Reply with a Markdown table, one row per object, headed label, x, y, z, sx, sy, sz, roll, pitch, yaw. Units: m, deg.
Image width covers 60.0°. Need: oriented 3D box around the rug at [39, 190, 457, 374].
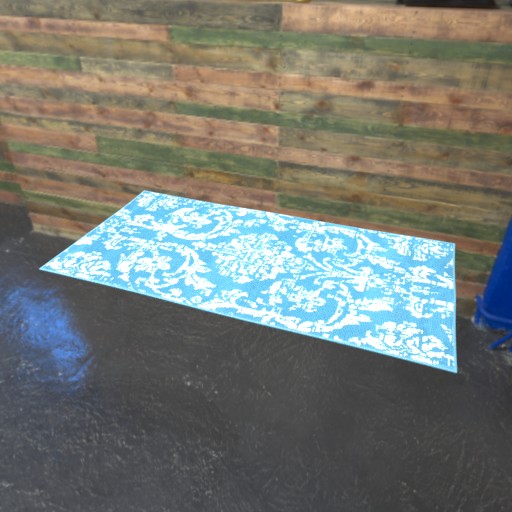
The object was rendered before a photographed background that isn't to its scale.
| label | x | y | z | sx | sy | sz | roll | pitch | yaw |
| --- | --- | --- | --- | --- | --- | --- | --- | --- | --- |
| rug | 0.000 | 0.000 | 1.441 | 1.219 | 0.007 | 0.604 | 11 | 35 | 17 |
